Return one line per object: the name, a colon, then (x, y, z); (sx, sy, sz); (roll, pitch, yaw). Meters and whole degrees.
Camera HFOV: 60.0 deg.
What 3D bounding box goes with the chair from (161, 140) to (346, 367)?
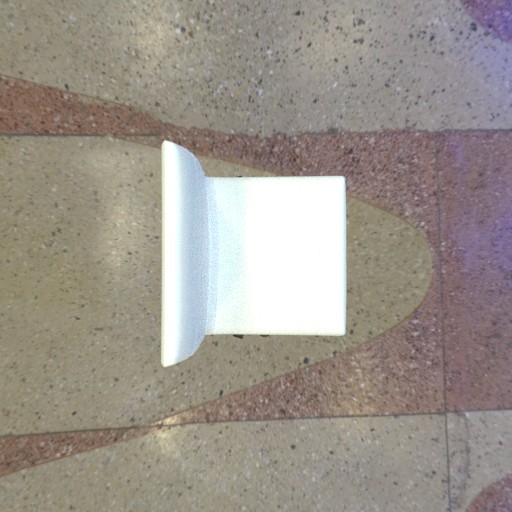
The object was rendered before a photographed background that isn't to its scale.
chair: (0.000, 0.000, 1.137); (0.530, 0.780, 0.556); (0, 89, 0)
